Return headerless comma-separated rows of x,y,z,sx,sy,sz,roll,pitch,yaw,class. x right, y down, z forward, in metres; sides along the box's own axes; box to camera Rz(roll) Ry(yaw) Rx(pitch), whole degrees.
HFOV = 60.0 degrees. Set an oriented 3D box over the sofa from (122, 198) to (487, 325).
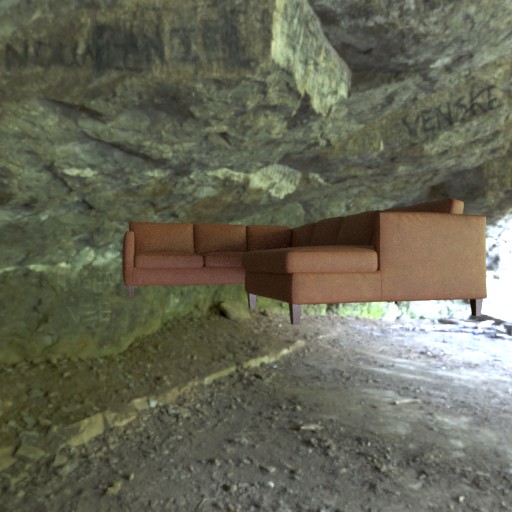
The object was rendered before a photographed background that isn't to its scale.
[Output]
0.000,0.000,4.541,2.593,0.923,3.460,0,-1,-17,sofa
